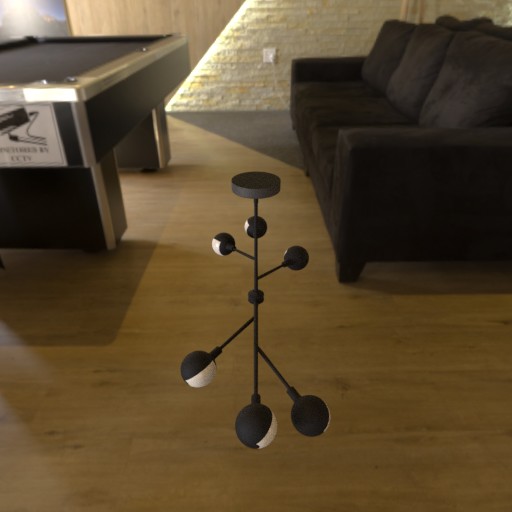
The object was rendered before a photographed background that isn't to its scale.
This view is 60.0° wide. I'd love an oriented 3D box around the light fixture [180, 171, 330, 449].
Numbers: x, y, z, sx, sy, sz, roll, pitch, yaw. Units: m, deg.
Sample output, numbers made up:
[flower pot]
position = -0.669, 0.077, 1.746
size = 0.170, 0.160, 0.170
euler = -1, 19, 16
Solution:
[light fixture]
position = 0.000, 0.000, 1.000
size = 0.434, 0.362, 0.778
euler = 8, 31, 14
